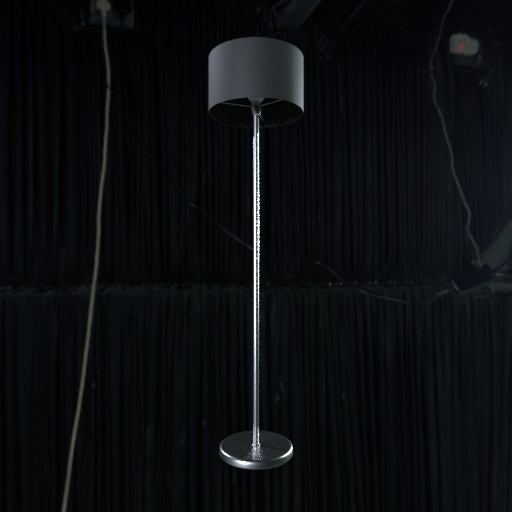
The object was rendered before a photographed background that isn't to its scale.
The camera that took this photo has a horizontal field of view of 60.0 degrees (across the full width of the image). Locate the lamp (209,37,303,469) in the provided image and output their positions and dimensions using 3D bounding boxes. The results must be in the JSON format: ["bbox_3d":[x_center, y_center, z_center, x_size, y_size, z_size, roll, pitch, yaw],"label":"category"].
[{"bbox_3d":[0.000,0.000,1.634,0.348,1.443,0.348,0,0,-20],"label":"lamp"}]
